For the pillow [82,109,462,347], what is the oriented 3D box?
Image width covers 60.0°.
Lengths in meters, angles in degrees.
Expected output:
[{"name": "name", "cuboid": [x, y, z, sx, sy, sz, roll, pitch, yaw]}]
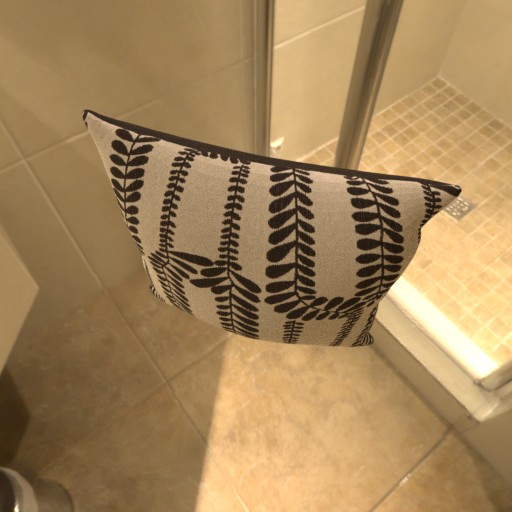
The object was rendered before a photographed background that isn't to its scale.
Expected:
[{"name": "pillow", "cuboid": [0.000, 0.000, 0.661, 0.440, 0.441, 0.182, 13, 58, 8]}]
